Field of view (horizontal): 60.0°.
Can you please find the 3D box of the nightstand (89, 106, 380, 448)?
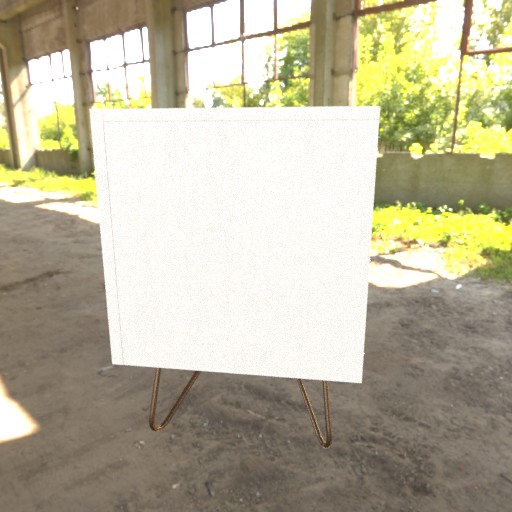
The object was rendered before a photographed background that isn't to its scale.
[{"bbox_3d":[0.000,0.000,1.015,0.447,0.604,0.614,2,15,8],"label":"nightstand"}]
